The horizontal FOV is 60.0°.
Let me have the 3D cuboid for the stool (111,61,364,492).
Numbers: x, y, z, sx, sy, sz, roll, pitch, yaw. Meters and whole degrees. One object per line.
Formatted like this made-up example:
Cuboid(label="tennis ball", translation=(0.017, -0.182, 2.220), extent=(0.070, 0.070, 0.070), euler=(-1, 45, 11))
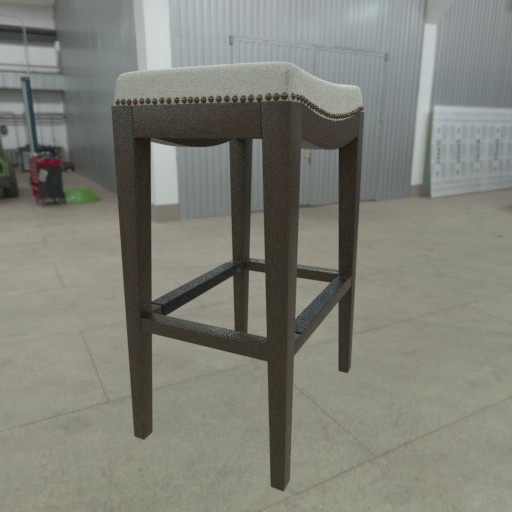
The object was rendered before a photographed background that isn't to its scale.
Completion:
Cuboid(label="stool", translation=(0.000, 0.000, 1.017), extent=(0.358, 0.759, 0.498), euler=(8, 18, 25))
